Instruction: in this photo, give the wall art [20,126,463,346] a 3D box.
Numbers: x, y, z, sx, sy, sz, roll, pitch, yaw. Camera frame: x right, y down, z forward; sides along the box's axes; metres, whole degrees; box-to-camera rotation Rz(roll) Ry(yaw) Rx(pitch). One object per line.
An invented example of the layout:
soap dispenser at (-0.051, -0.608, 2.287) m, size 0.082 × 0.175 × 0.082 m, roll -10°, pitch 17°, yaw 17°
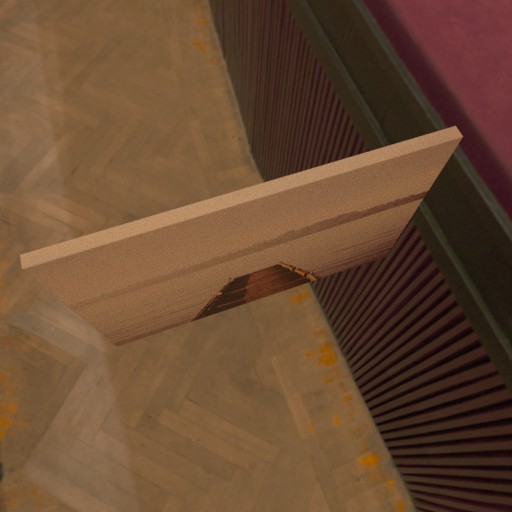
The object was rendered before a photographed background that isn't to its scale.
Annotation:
wall art at (0.000, 0.000, 0.775) m, size 0.615 × 0.410 × 0.021 m, roll -18°, pitch 67°, yaw -8°
